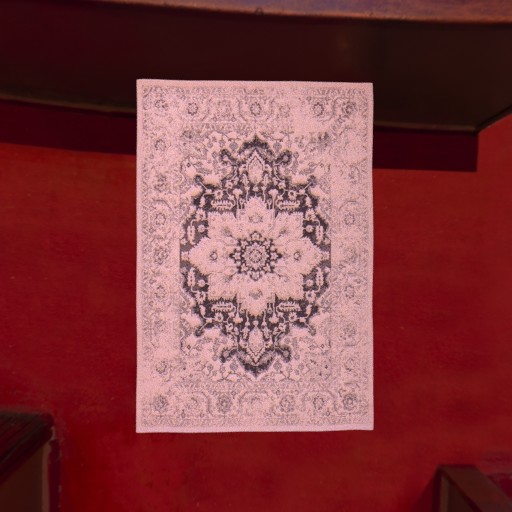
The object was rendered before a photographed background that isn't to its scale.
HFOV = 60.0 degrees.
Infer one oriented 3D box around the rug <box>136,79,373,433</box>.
[{"bbox_3d":[0.000,0.000,2.287,1.223,0.008,1.813,0,90,-2],"label":"rug"}]
